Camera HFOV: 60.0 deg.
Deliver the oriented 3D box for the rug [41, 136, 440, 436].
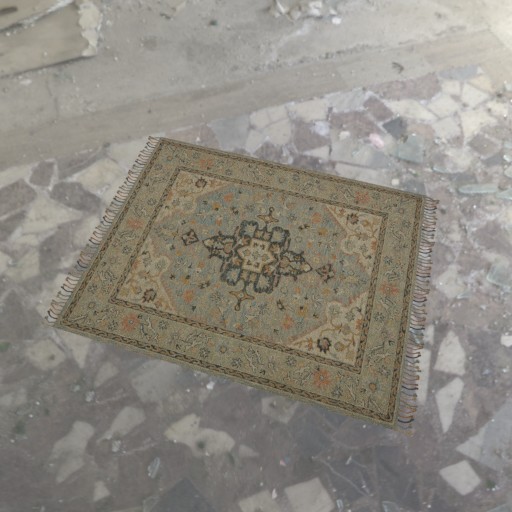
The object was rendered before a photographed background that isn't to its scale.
[{"bbox_3d":[0.000,0.000,3.451,2.651,0.010,1.971,14,60,8],"label":"rug"}]
